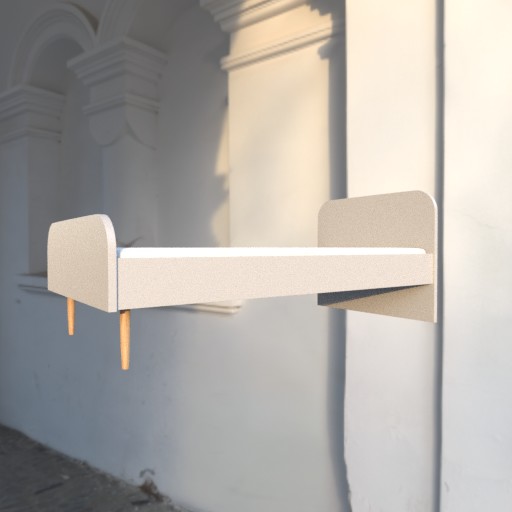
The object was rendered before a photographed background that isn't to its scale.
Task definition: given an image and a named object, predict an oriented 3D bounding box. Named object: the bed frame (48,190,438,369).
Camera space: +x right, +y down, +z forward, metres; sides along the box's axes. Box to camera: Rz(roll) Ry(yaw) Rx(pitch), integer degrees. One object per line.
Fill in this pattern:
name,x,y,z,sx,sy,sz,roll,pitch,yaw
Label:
bed frame,0.000,0.000,2.484,1.963,0.805,0.998,-1,1,-36
